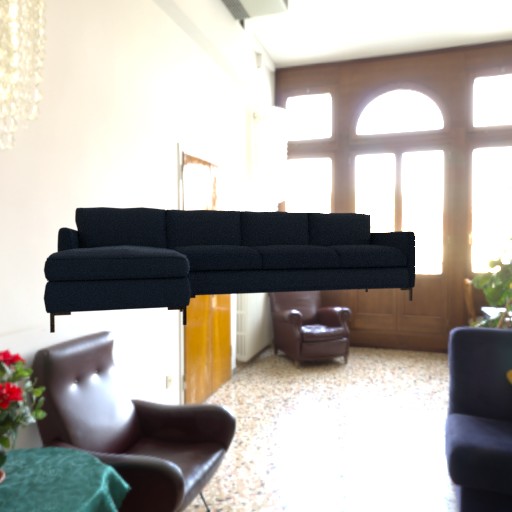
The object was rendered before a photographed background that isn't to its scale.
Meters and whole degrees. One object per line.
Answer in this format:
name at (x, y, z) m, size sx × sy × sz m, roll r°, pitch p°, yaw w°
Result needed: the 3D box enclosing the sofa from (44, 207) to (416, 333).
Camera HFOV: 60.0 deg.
sofa at (0.000, 0.000, 2.958) m, size 2.450 × 0.679 × 1.128 m, roll -1°, pitch 2°, yaw -18°
